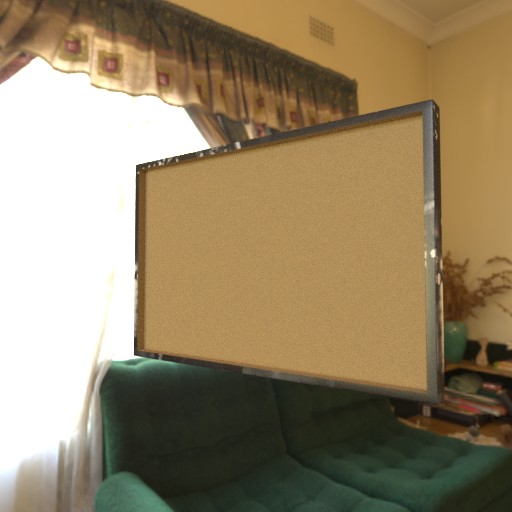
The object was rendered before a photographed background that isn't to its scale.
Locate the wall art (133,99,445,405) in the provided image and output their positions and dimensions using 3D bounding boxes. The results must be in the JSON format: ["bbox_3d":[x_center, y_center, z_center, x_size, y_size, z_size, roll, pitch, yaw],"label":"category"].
[{"bbox_3d":[0.000,0.000,0.776,0.609,0.406,0.037,-2,-3,36],"label":"wall art"}]
